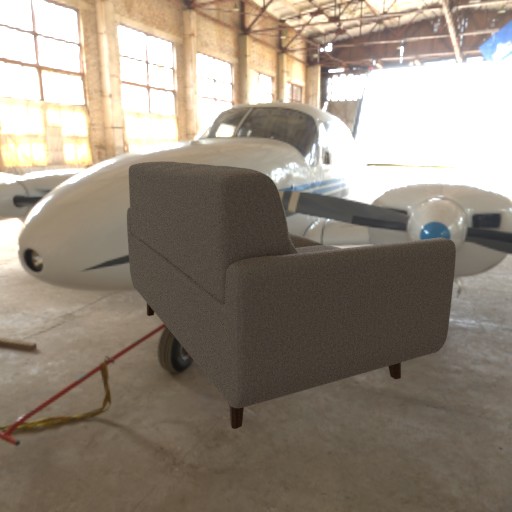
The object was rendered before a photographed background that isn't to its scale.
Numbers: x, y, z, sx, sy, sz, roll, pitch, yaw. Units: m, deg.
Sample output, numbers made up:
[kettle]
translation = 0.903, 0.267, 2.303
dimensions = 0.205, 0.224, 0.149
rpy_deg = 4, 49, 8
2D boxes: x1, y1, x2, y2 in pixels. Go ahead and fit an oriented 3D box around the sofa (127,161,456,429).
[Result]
[sofa]
translation = 0.000, 0.000, 2.244
dimensions = 0.952, 0.925, 1.651
rpy_deg = -7, 15, -26
